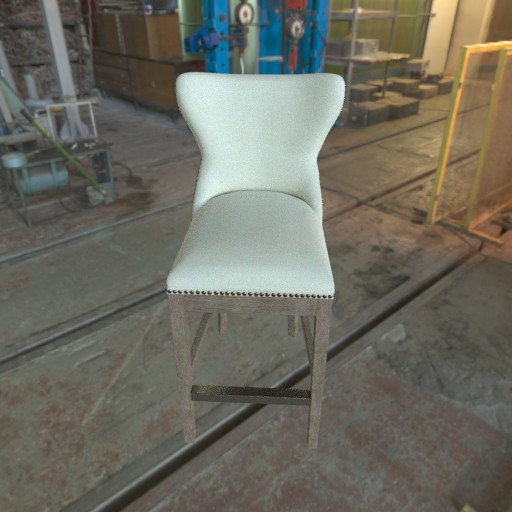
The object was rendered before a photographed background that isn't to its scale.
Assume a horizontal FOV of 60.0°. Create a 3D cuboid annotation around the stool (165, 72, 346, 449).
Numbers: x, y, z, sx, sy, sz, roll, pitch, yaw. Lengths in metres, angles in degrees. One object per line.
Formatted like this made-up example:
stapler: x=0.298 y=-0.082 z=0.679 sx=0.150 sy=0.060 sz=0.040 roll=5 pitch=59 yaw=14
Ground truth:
stool: x=0.000 y=0.000 z=1.351 sx=0.498 sy=0.981 sz=0.608 roll=2 pitch=31 yaw=3
